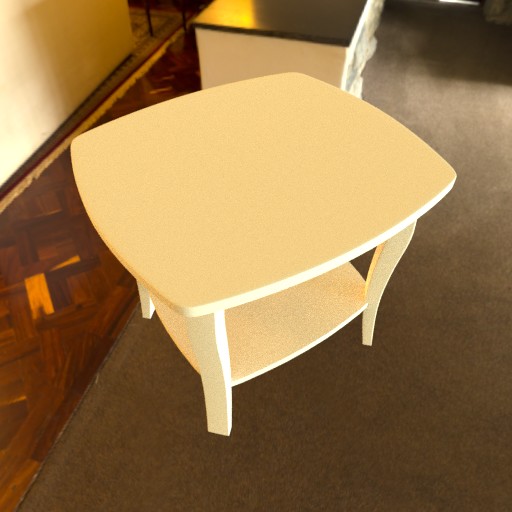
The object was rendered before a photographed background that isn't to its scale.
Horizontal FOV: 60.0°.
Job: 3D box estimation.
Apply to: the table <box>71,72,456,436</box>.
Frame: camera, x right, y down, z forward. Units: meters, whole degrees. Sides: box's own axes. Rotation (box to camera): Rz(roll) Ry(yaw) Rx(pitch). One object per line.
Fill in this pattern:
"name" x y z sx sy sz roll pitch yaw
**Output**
"table" 0.000 0.000 0.819 0.502 0.438 0.451 -25 52 -22
